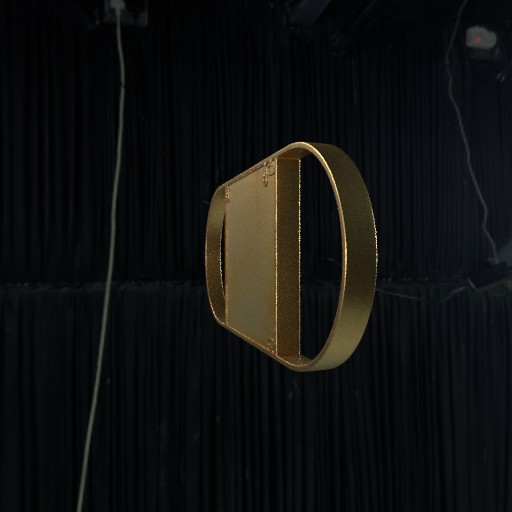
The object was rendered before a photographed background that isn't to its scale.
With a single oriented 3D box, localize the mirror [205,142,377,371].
[{"bbox_3d":[0.000,0.000,0.664,0.032,0.254,0.584,0,0,-18],"label":"mirror"}]
